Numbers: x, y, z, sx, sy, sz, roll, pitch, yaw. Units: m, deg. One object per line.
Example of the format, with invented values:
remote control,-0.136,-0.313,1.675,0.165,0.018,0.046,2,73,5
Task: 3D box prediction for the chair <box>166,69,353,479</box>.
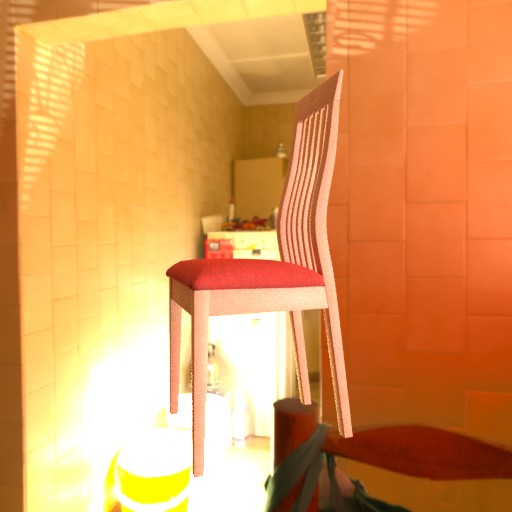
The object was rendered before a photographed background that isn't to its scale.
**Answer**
chair,0.000,0.000,1.302,0.474,1.027,0.460,-1,2,-19
